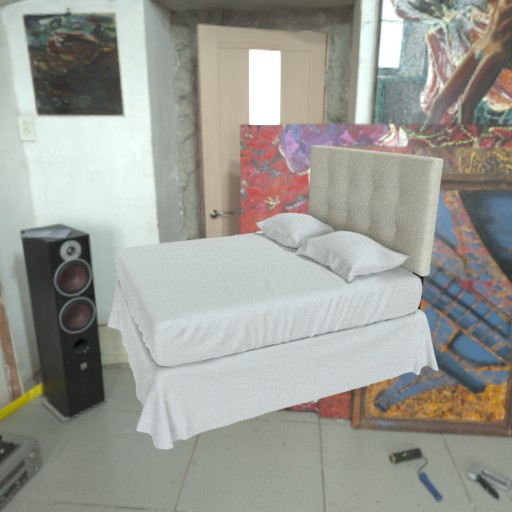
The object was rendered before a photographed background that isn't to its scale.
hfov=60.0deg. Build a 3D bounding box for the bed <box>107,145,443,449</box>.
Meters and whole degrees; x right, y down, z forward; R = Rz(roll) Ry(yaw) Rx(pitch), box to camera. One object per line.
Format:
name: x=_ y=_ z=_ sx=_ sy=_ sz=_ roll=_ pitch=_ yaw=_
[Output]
bed: x=0.000 y=0.000 z=3.506 sx=2.222 sy=1.577 sz=1.936 roll=-8 pitch=19 yaw=-23
